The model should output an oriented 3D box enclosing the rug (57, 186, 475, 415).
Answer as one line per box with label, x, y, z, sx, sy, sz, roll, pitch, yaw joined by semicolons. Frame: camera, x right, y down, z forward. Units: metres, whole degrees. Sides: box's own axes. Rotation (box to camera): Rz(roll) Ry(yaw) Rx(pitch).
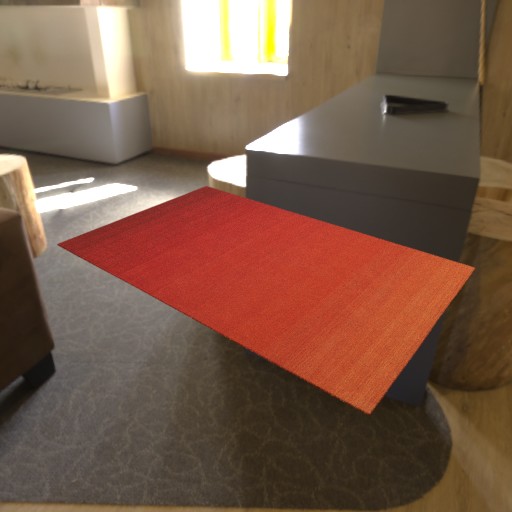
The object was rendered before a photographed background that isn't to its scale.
rug;0.000;0.000;3.033;2.442;0.010;1.531;21;36;33
